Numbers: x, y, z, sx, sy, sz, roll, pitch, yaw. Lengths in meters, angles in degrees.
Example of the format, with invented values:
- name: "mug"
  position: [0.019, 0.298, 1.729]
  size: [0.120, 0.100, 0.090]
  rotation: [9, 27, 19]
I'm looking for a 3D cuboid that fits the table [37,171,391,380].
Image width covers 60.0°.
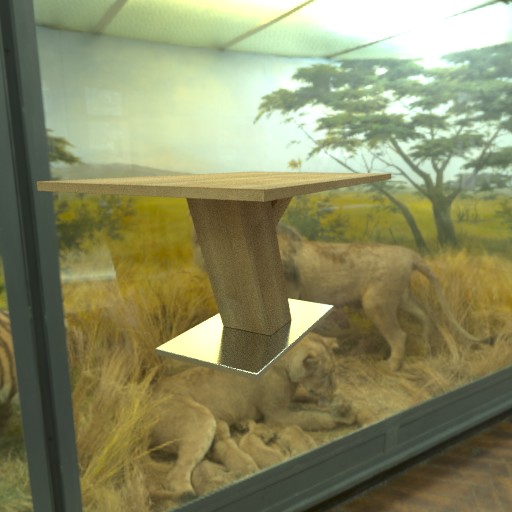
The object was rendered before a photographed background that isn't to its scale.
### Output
- name: "table"
  position: [0.000, 0.000, 2.124]
  size: [0.900, 0.750, 1.600]
  rotation: [6, 14, 27]
